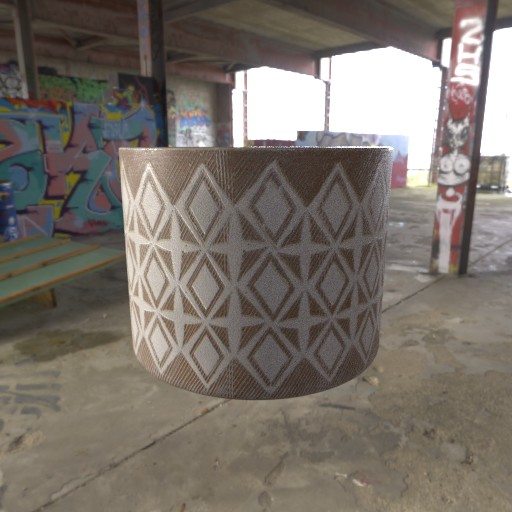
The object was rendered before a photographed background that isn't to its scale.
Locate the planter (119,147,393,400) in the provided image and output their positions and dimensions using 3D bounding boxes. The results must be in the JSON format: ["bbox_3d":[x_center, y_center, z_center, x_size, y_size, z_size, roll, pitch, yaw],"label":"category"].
[{"bbox_3d":[0.000,0.000,0.345,0.193,0.165,0.193,0,14,0],"label":"planter"}]
